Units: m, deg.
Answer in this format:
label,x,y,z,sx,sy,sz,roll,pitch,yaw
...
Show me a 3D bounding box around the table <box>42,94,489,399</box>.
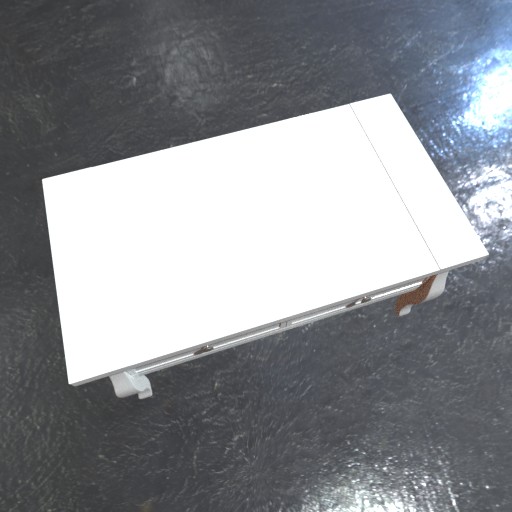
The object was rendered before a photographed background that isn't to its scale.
label,x,y,z,sx,sy,sz,roll,pitch,yaw
table,0.000,0.000,1.404,1.062,0.495,0.600,-16,65,-8
